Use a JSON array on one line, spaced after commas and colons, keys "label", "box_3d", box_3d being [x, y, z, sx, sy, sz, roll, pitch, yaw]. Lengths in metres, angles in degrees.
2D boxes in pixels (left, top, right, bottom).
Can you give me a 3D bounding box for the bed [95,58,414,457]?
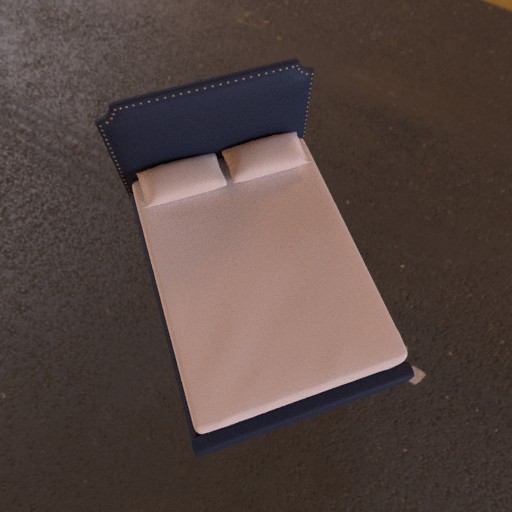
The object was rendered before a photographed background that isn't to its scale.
[{"label": "bed", "box_3d": [0.000, 0.000, 3.393, 1.712, 1.443, 2.372, -17, 65, -8]}]
